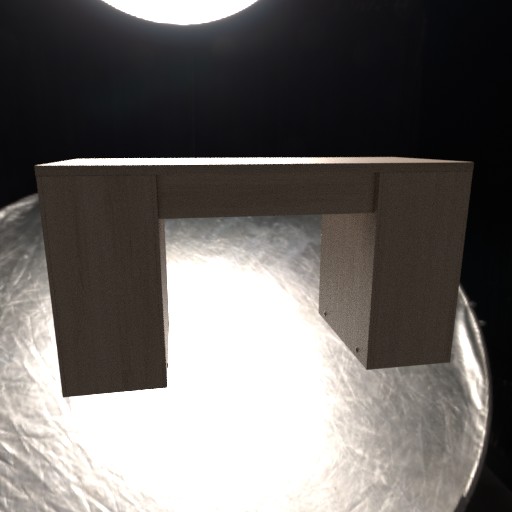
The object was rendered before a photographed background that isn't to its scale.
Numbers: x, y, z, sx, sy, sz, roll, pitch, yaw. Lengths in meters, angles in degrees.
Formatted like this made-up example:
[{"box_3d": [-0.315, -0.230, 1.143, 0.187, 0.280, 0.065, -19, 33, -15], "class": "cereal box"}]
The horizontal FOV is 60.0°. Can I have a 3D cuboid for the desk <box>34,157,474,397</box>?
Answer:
[{"box_3d": [0.000, 0.000, 1.751, 1.390, 0.740, 0.600, -2, 14, -10], "class": "desk"}]
